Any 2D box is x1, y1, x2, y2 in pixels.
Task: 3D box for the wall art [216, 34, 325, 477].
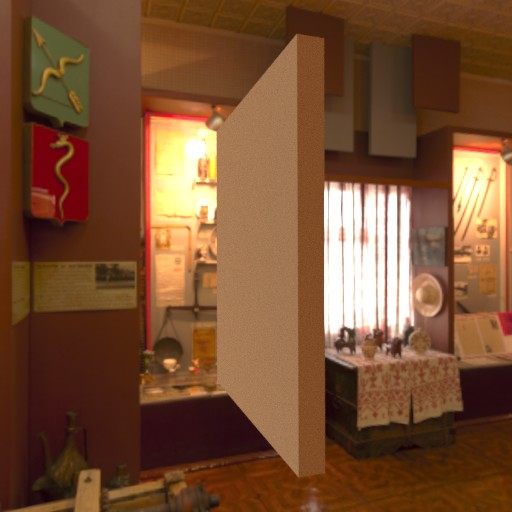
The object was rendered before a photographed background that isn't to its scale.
[{"bbox_3d":[0.000,0.000,0.772,0.039,0.553,0.451,0,0,-18],"label":"wall art"}]
